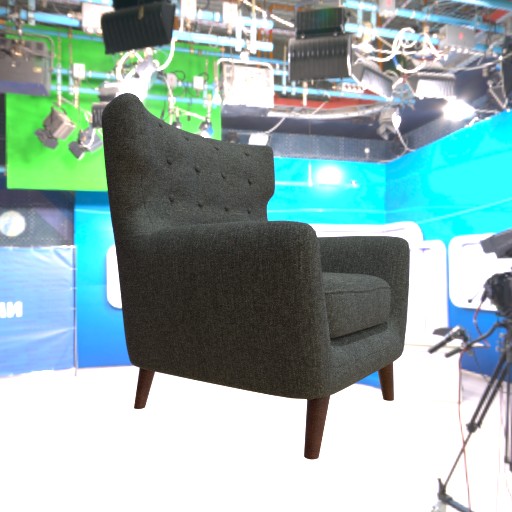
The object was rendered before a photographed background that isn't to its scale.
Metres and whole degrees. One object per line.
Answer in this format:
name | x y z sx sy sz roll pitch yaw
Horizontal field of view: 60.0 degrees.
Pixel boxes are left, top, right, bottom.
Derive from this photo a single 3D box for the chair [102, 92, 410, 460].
chair | 0.000 0.000 1.635 0.904 1.063 0.878 -1 -1 36
